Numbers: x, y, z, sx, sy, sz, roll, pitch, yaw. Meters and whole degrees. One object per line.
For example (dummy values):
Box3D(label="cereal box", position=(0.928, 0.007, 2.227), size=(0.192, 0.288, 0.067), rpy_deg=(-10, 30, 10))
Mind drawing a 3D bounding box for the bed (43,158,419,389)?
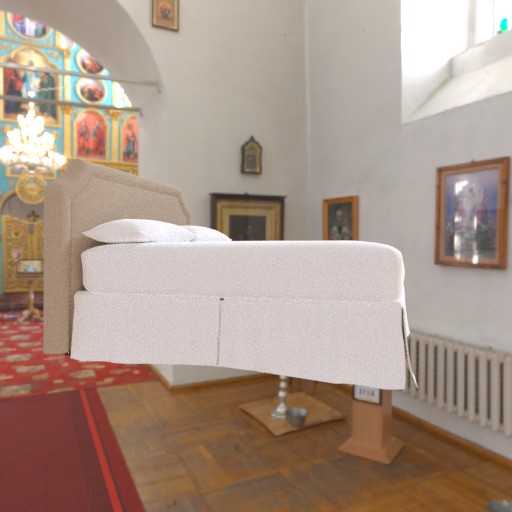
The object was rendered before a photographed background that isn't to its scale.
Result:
Box3D(label="bed", position=(0.000, 0.000, 3.257), size=(2.204, 1.301, 1.828), rpy_deg=(0, 0, 18))
